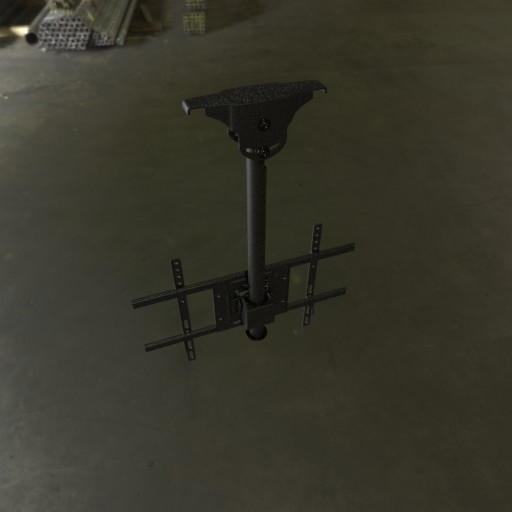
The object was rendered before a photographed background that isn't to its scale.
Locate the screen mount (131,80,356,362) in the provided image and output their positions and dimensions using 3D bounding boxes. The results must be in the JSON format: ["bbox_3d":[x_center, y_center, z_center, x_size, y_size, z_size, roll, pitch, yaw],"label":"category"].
[{"bbox_3d":[0.000,0.000,1.033,0.595,0.775,0.090,-14,44,-15],"label":"screen mount"}]
